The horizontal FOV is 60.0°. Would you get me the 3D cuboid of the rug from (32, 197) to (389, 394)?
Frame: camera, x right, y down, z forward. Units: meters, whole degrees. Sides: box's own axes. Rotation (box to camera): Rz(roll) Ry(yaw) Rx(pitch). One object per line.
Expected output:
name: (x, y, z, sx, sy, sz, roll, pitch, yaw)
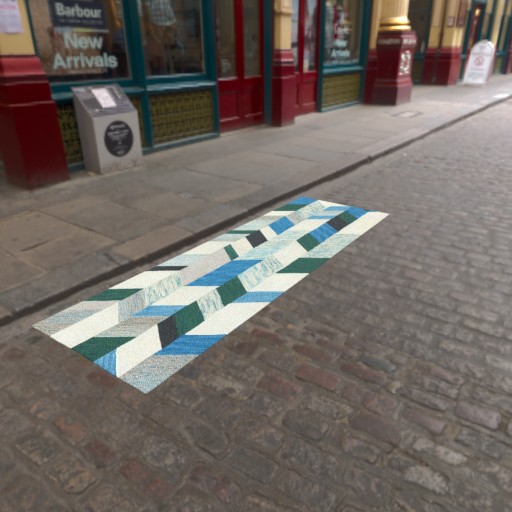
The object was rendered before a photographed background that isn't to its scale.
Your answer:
rug: (0.000, 0.000, 2.711, 0.774, 0.008, 2.437, 17, 30, 32)
